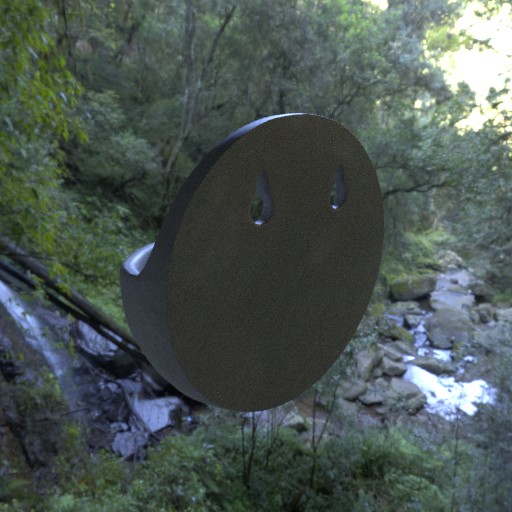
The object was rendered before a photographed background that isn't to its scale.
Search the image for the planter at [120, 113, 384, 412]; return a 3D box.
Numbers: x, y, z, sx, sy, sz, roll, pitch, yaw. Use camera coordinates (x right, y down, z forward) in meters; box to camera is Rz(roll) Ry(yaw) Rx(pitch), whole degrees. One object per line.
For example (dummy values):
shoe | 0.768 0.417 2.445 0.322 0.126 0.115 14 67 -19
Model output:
planter | 0.000 0.000 0.270 0.190 0.164 0.073 -15 22 -43
